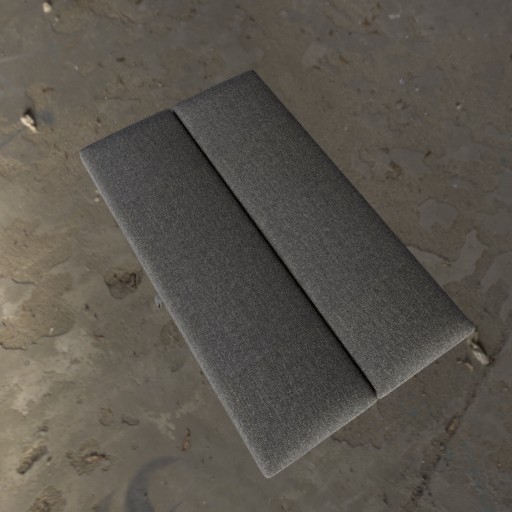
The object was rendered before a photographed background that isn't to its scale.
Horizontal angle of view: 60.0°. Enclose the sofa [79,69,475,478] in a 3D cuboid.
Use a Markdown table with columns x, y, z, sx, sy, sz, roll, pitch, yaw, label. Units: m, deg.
| x | y | z | sx | sy | sz | roll | pitch | yaw | label |
| --- | --- | --- | --- | --- | --- | --- | --- | --- | --- |
| 0.000 | 0.000 | 1.566 | 0.782 | 0.417 | 1.198 | -30 | 69 | -13 | sofa |
